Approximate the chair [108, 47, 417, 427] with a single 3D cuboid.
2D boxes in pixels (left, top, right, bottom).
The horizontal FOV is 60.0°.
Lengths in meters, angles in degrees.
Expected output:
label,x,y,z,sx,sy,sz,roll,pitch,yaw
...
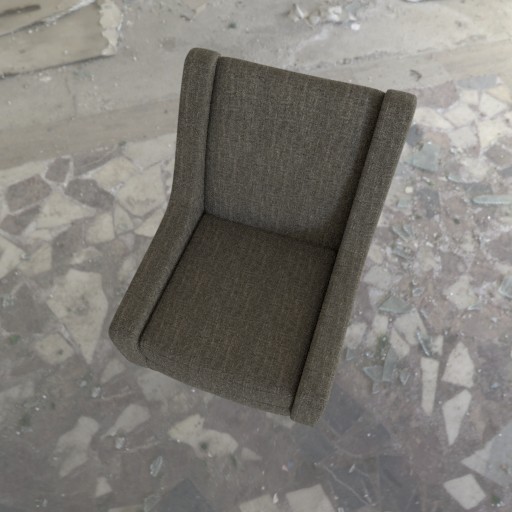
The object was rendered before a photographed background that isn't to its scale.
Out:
label,x,y,z,sx,sy,sz,roll,pitch,yaw
chair,0.000,0.000,1.673,0.793,1.012,0.944,16,60,10
